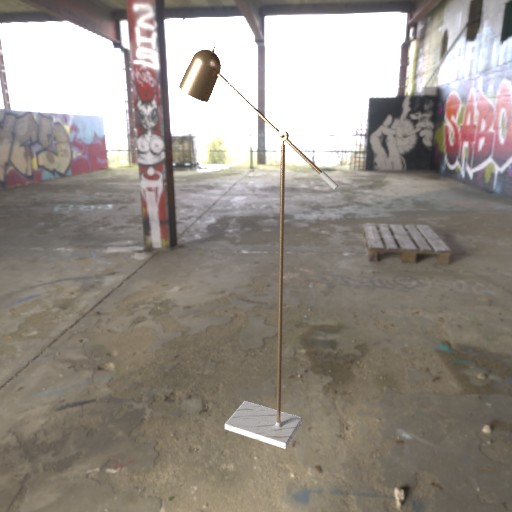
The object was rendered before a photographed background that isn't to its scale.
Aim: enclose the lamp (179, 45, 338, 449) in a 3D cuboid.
[{"bbox_3d":[0.000,0.000,1.804,0.653,1.594,0.194,8,18,25],"label":"lamp"}]
